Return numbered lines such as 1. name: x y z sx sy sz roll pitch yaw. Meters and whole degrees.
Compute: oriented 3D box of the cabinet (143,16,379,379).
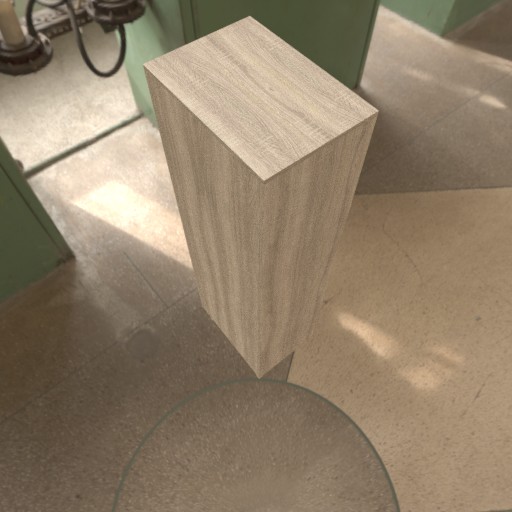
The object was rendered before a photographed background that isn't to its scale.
1. cabinet: 0.000 0.000 2.044 0.400 1.850 0.570 -34 65 -19
